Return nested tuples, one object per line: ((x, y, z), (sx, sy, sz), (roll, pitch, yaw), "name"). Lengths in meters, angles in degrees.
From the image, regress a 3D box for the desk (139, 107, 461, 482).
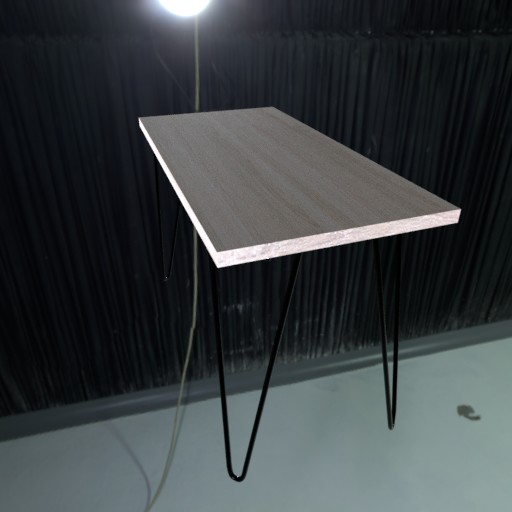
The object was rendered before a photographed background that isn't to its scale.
((0.000, 0.000, 1.368), (0.499, 0.660, 0.991), (-10, 32, -17), "desk")
